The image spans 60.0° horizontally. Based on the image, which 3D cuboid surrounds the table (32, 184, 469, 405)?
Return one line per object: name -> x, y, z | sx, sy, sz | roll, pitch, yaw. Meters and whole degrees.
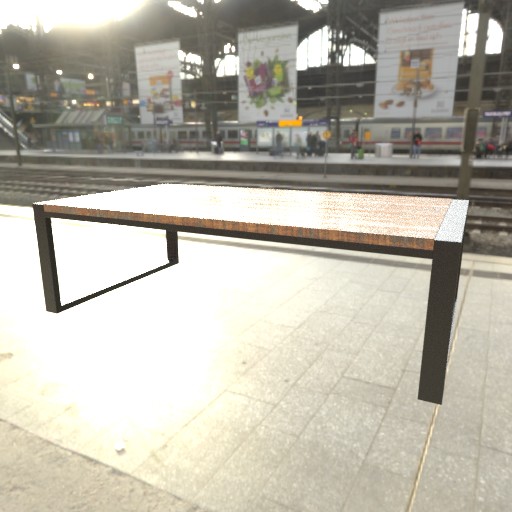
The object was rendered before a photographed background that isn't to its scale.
table -> 0.000, 0.000, 1.616 | 1.350, 0.400, 0.750 | 7, 16, 25
